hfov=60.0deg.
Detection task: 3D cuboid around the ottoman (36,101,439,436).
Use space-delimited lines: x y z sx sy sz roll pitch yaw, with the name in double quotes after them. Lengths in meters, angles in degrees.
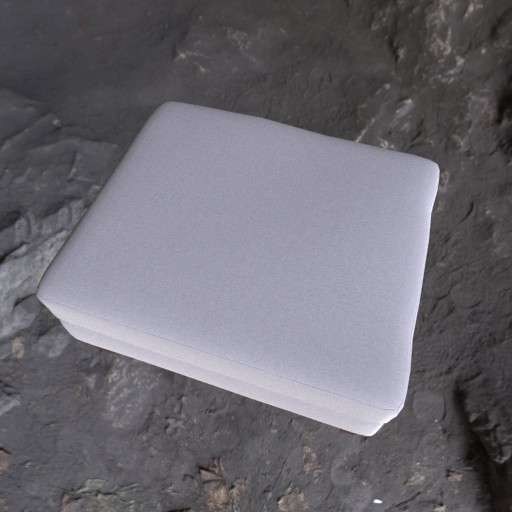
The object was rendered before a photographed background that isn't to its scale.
0.000 0.000 1.436 0.976 0.492 0.836 16 59 10 "ottoman"
